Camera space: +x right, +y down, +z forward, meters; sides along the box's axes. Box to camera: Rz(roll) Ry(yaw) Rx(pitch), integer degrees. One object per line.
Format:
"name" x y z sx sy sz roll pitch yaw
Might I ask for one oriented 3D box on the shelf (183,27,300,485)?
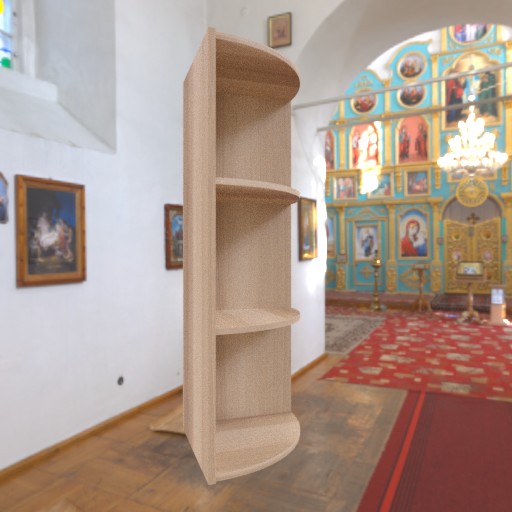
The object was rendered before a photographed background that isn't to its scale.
"shelf" 0.000 0.000 1.027 0.290 0.872 0.290 0 0 -19
